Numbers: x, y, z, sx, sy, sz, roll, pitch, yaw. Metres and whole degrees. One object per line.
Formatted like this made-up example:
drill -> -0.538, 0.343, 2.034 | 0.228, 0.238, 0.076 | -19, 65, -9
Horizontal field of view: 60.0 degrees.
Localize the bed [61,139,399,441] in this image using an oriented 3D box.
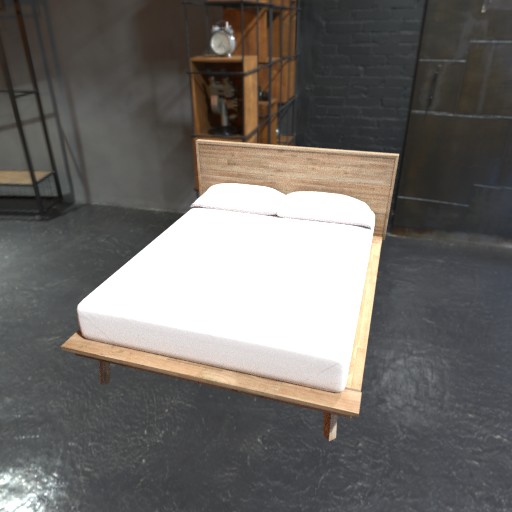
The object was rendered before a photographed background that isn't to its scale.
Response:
bed -> 0.000, 0.000, 3.152 | 1.759, 1.071, 2.145 | 8, 29, 15
